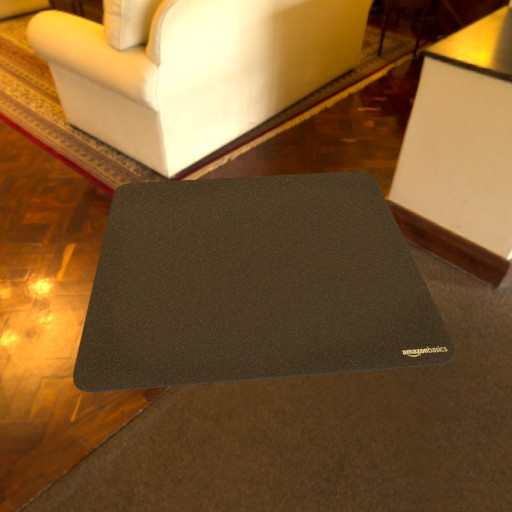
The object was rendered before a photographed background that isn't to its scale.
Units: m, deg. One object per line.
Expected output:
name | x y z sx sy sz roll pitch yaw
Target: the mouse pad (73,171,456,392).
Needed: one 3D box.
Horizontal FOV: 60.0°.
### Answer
mouse pad | 0.000 0.000 0.642 0.451 0.002 0.393 -4 45 -4
